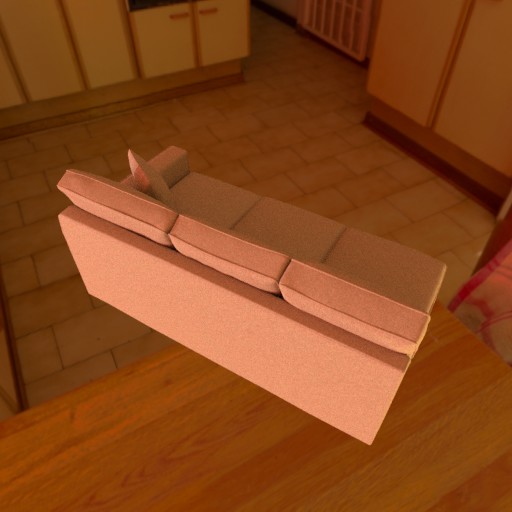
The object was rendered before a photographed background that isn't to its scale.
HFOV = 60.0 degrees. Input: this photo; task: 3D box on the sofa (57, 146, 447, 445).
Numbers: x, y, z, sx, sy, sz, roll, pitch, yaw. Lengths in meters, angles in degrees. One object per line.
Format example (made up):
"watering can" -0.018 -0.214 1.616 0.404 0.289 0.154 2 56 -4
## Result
"sofa" 0.000 0.000 2.552 1.963 0.946 1.034 23 50 21
